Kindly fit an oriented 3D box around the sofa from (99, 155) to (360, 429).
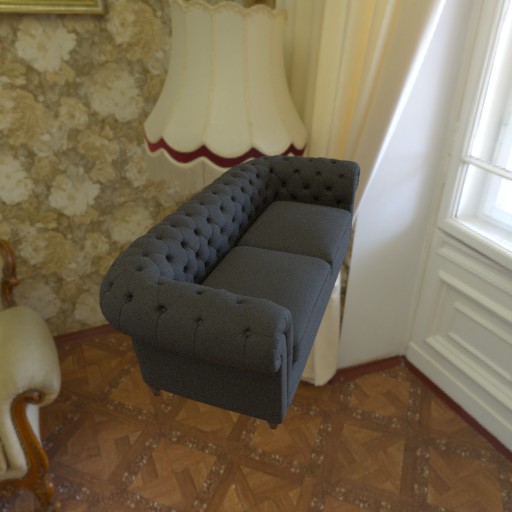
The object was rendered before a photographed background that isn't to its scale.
[{"bbox_3d":[0.000,0.000,2.845,0.991,0.762,2.362,9,30,17],"label":"sofa"}]
